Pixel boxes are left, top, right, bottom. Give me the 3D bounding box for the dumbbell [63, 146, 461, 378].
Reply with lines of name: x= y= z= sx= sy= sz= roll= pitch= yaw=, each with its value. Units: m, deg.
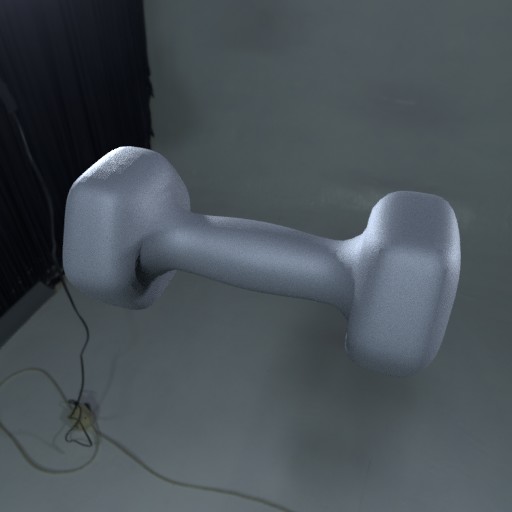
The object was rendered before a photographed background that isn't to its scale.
dumbbell: x=0.000 y=0.000 z=0.291 sx=0.240 sy=0.105 sz=0.116 roll=12 pitch=42 yaw=14
